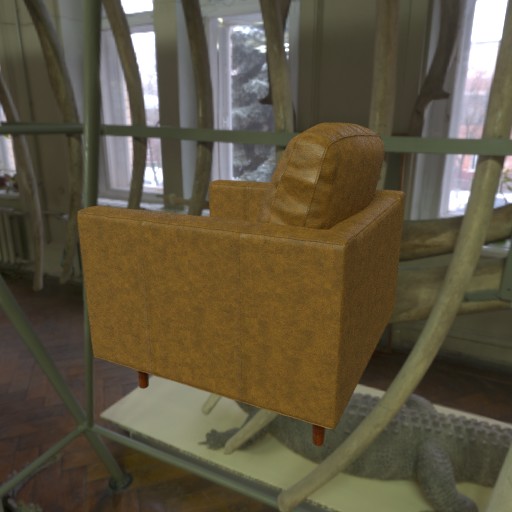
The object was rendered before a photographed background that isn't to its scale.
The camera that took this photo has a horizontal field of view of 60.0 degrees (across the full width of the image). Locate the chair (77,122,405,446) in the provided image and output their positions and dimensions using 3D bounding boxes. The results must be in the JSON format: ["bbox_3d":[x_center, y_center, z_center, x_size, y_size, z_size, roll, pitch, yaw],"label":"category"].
[{"bbox_3d":[0.000,0.000,1.659,0.909,0.956,0.890,8,19,25],"label":"chair"}]
